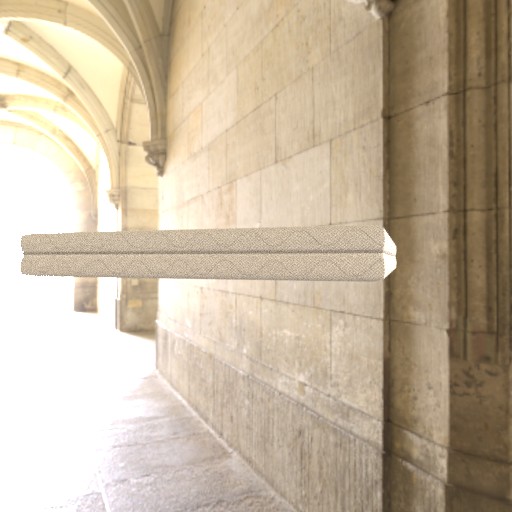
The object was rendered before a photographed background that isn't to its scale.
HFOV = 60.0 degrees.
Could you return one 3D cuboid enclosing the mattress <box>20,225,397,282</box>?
[{"bbox_3d":[0.000,0.000,2.705,1.600,0.200,2.000,0,-1,19],"label":"mattress"}]
